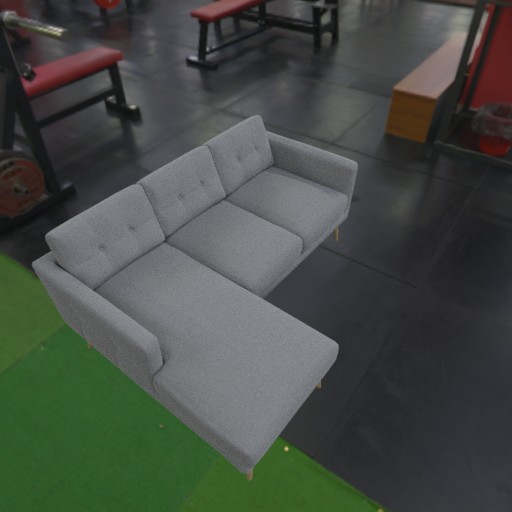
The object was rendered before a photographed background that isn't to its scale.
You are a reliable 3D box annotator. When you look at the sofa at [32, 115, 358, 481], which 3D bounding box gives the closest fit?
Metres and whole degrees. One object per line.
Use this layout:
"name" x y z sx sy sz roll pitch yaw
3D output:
"sofa" 0.000 0.000 2.763 1.530 0.860 2.040 28 50 27
